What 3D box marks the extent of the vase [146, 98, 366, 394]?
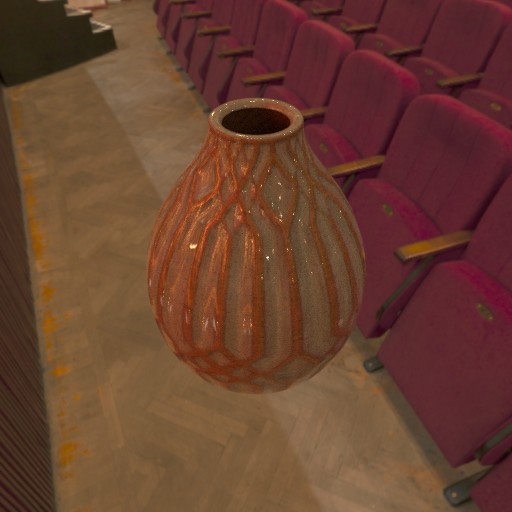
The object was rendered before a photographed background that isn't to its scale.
[{"bbox_3d":[0.000,0.000,0.264,0.131,0.175,0.131,0,42,0],"label":"vase"}]
